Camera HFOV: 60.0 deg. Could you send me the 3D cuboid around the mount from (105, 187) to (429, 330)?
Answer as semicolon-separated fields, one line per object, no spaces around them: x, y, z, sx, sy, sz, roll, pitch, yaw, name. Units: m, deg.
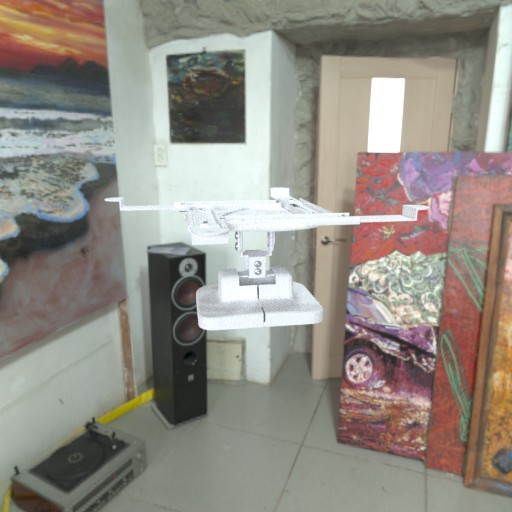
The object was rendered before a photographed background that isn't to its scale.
0.000;0.000;0.583;0.394;0.141;0.394;-2;14;-9;mount
